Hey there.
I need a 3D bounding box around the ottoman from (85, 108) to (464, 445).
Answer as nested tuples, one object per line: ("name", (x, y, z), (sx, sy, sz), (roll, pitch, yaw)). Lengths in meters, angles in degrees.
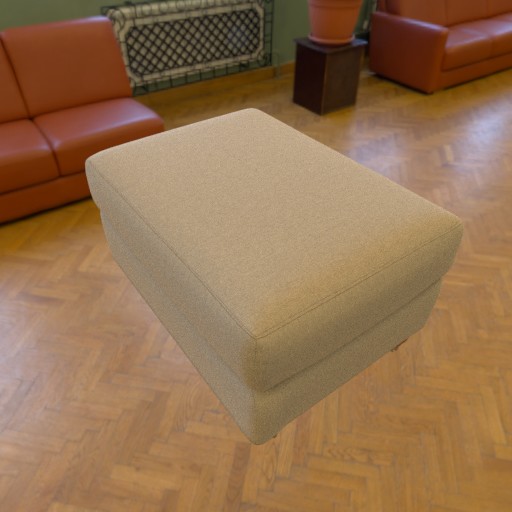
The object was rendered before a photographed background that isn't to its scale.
("ottoman", (0.000, 0.000, 1.150), (0.574, 0.497, 0.773), (-25, 46, -27))
